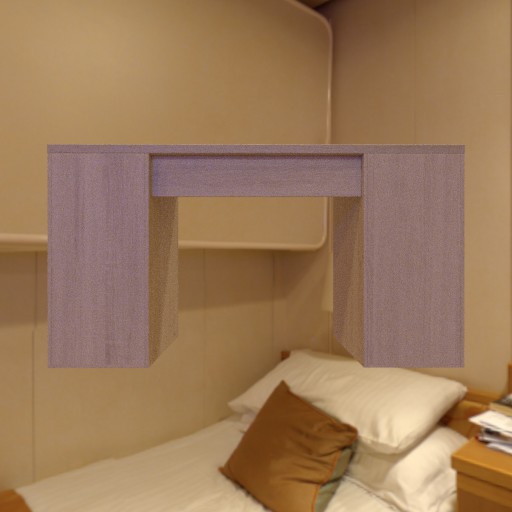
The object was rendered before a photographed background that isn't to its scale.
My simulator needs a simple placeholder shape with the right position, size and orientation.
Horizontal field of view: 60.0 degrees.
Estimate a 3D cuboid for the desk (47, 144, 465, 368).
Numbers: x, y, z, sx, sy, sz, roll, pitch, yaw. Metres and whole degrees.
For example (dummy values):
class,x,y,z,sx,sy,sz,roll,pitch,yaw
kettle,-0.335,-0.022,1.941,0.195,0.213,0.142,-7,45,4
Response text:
class,x,y,z,sx,sy,sz,roll,pitch,yaw
desk,0.000,0.000,1.768,1.390,0.740,0.600,0,0,0
